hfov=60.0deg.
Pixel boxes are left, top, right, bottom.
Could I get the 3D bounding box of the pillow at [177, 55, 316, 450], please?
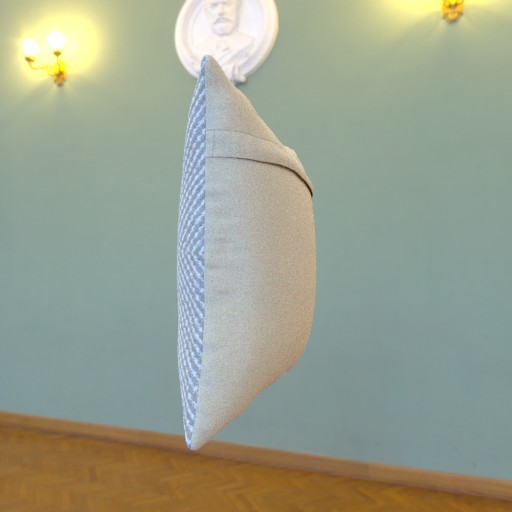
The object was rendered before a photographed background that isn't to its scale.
[{"bbox_3d":[0.000,0.000,0.722,0.181,0.458,0.459,0,-2,17],"label":"pillow"}]
